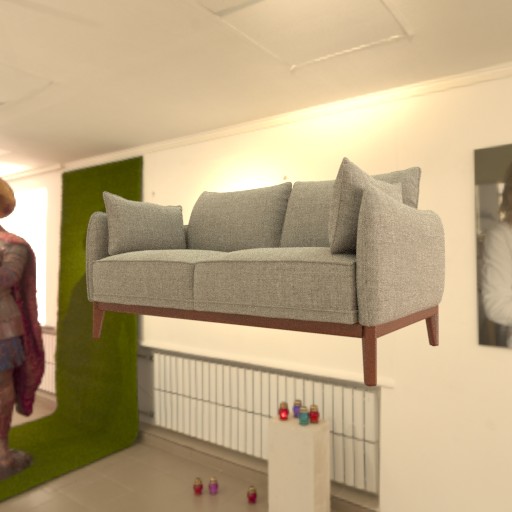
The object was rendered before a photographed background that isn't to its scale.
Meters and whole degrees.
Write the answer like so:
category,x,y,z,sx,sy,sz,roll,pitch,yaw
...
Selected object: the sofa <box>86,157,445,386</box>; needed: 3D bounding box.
category,x,y,z,sx,sy,sz,roll,pitch,yaw
sofa,0.000,0.000,2.171,1.580,0.851,0.972,0,-1,35
